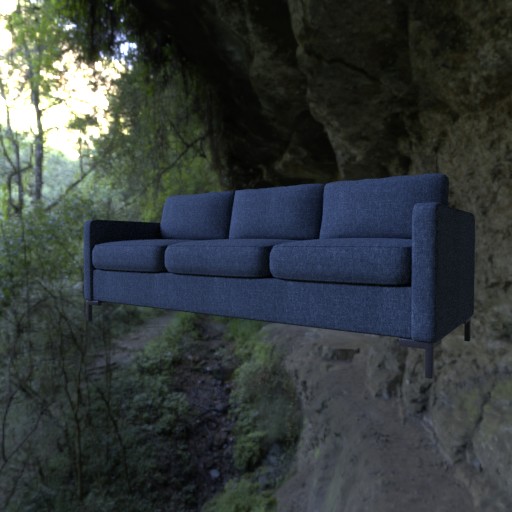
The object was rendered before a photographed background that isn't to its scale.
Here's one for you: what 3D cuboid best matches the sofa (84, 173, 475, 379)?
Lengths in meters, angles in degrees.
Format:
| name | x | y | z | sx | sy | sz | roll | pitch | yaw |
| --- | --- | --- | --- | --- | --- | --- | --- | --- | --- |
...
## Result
| name | x | y | z | sx | sy | sz | roll | pitch | yaw |
| --- | --- | --- | --- | --- | --- | --- | --- | --- | --- |
| sofa | 0.000 | 0.000 | 2.611 | 2.218 | 0.874 | 0.859 | 1 | 2 | 35 |
